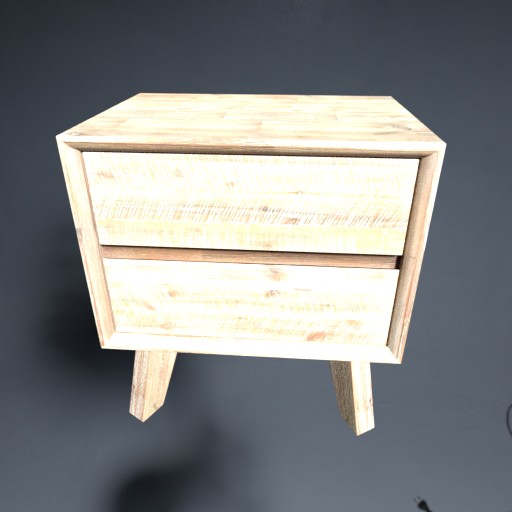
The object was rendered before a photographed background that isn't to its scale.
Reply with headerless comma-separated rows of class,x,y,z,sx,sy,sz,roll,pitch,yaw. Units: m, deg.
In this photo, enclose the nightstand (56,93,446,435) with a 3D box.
nightstand,0.000,0.000,0.938,0.552,0.589,0.396,2,29,4
